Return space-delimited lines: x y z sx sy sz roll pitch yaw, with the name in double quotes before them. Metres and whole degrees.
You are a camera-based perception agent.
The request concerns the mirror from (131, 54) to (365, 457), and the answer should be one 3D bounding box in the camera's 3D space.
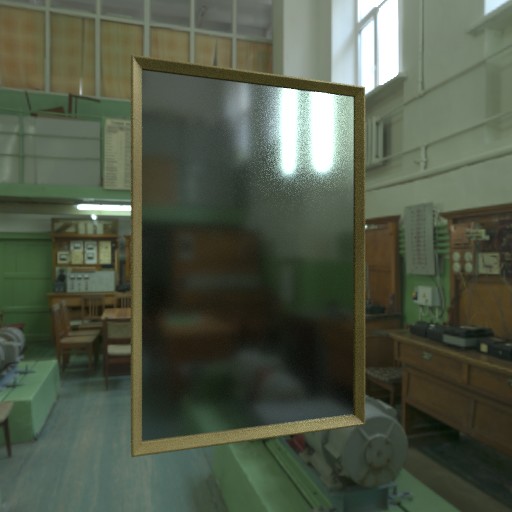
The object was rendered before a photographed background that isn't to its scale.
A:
"mirror" 0.000 0.000 1.121 0.609 0.915 0.041 0 0 -18
